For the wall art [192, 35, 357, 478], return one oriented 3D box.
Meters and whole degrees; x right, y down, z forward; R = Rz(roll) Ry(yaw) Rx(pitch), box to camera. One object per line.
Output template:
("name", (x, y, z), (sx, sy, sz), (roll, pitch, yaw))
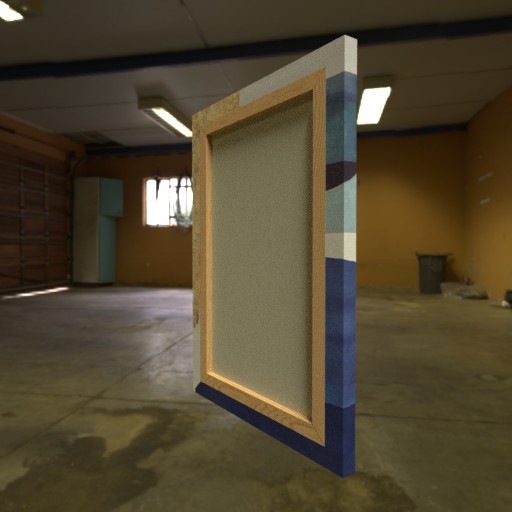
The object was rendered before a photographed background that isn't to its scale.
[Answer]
("wall art", (0.000, 0.000, 0.807), (0.026, 0.613, 0.458), (-1, 2, -35))
